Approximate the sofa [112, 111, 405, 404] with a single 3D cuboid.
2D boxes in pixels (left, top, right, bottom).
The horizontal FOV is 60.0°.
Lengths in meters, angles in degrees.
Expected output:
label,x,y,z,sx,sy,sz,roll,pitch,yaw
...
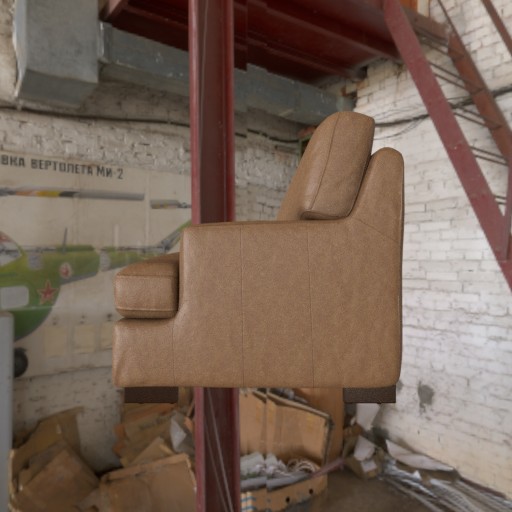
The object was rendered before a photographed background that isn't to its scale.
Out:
label,x,y,z,sx,sy,sz,roll,pitch,yaw
sofa,0.000,0.000,2.329,0.962,0.980,1.855,0,-1,0
